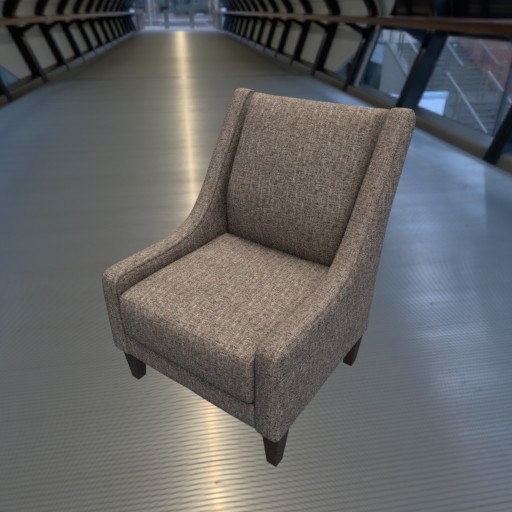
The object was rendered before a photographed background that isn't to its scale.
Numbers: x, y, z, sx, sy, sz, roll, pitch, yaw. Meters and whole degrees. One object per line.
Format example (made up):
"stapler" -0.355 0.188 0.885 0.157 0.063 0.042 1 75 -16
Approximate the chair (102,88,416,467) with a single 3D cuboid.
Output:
"chair" 0.000 0.000 1.642 0.774 1.014 0.870 20 35 30
